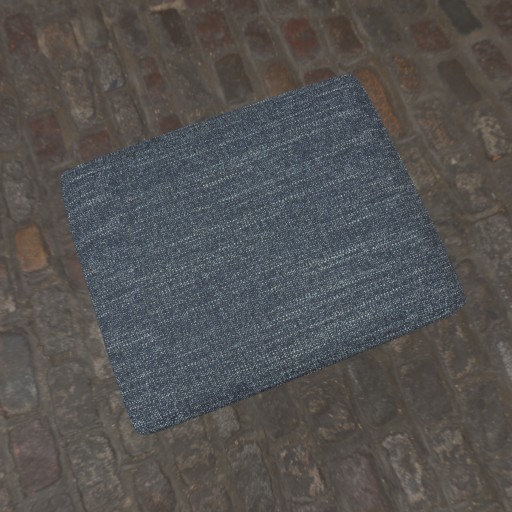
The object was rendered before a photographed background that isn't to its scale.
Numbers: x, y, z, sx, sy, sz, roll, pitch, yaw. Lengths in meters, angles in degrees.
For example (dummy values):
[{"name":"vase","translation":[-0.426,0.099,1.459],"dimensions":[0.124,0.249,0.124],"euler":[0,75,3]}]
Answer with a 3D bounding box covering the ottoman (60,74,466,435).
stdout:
[{"name":"ottoman","translation":[0.000,0.000,1.223],"dimensions":[0.814,0.491,0.667],"euler":[-20,77,-5]}]
